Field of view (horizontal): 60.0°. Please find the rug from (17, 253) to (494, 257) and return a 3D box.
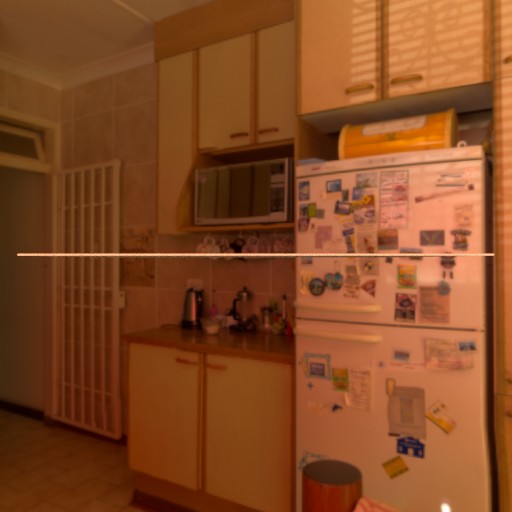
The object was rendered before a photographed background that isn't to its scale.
[{"bbox_3d":[0.000,0.000,2.305,1.828,0.007,1.220,0,-1,0],"label":"rug"}]
